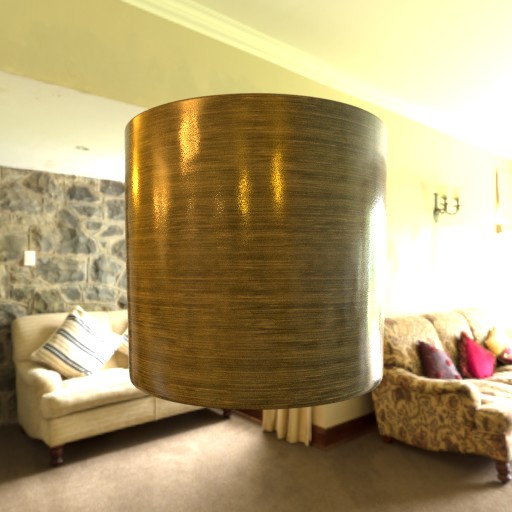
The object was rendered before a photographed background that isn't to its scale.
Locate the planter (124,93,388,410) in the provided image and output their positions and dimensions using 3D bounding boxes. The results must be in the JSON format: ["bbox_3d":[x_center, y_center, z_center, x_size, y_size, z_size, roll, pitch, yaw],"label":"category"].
[{"bbox_3d":[0.000,0.000,0.387,0.221,0.201,0.221,0,-1,0],"label":"planter"}]
